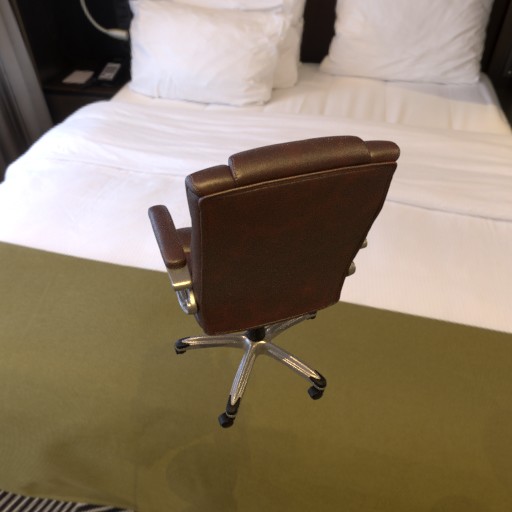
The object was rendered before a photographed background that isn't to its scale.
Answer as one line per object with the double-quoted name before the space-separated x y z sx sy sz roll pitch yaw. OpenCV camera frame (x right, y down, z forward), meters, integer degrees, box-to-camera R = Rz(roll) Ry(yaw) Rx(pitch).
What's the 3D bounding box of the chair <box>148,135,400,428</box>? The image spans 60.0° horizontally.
"chair" 0.000 0.000 1.545 0.656 1.128 0.692 -12 43 -14
